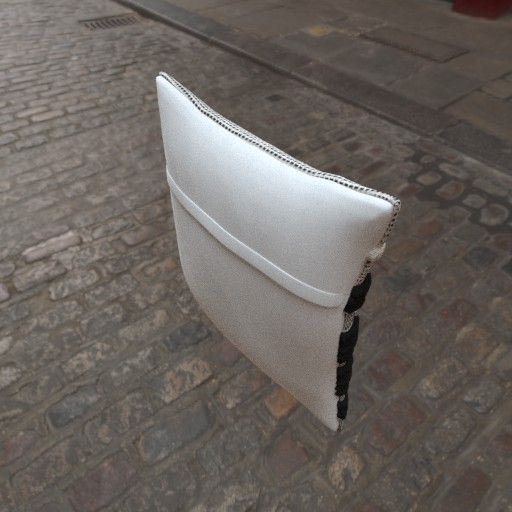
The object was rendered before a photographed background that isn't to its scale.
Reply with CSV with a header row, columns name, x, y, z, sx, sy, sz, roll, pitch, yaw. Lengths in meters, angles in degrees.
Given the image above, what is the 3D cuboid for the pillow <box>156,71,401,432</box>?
name,x,y,z,sx,sy,sz,roll,pitch,yaw
pillow,0.000,0.000,0.675,0.156,0.438,0.436,-29,50,-28
